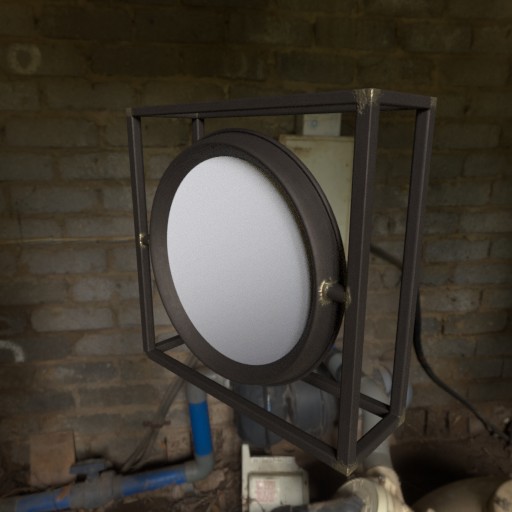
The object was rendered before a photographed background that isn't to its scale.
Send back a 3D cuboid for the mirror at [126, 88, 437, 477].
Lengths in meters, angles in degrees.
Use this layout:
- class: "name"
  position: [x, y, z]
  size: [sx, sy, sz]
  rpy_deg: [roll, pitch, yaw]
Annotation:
- class: "mirror"
  position: [0.000, 0.000, 0.465]
  size: [0.306, 0.303, 0.107]
  rpy_deg: [14, 21, 42]
